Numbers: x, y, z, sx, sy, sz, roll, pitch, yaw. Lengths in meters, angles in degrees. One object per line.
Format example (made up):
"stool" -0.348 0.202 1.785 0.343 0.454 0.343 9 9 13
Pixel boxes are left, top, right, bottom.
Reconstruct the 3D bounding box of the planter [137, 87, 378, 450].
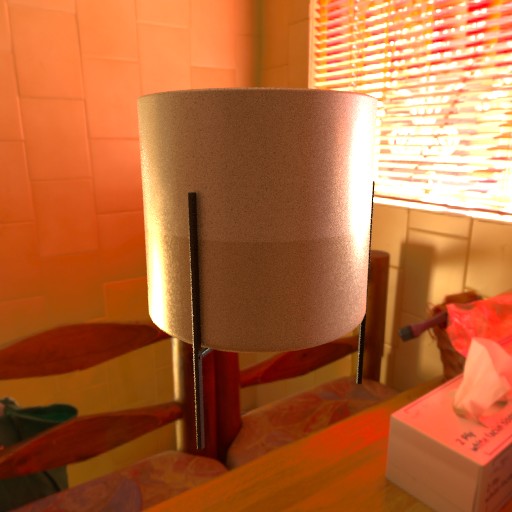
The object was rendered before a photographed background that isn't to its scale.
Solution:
"planter" 0.000 0.000 0.730 0.359 0.484 0.368 7 16 25
